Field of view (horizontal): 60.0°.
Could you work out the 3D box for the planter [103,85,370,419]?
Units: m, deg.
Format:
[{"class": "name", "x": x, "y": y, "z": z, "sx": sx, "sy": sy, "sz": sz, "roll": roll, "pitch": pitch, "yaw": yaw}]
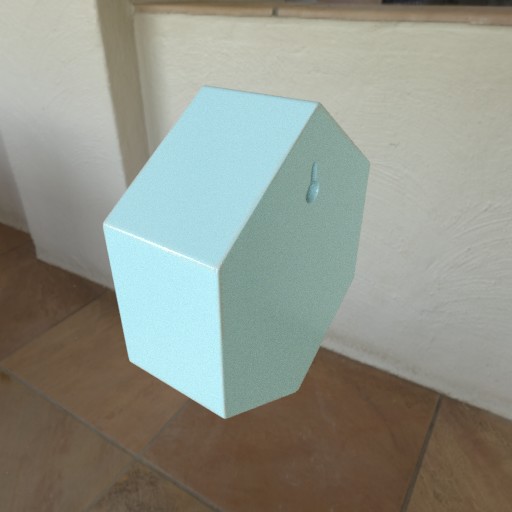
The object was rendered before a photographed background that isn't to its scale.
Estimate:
[{"class": "planter", "x": 0.000, "y": 0.000, "z": 0.294, "sx": 0.078, "sy": 0.207, "sz": 0.169, "roll": 20, "pitch": 36, "yaw": 29}]
